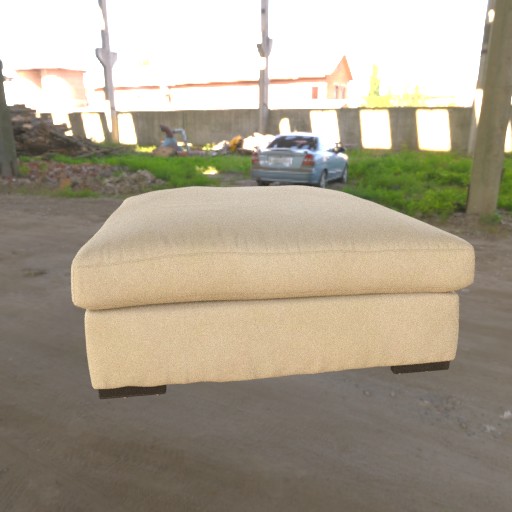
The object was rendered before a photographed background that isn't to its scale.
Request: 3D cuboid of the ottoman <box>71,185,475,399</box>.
[{"bbox_3d":[0.000,0.000,1.841,1.190,0.522,1.205,-2,16,-8],"label":"ottoman"}]
